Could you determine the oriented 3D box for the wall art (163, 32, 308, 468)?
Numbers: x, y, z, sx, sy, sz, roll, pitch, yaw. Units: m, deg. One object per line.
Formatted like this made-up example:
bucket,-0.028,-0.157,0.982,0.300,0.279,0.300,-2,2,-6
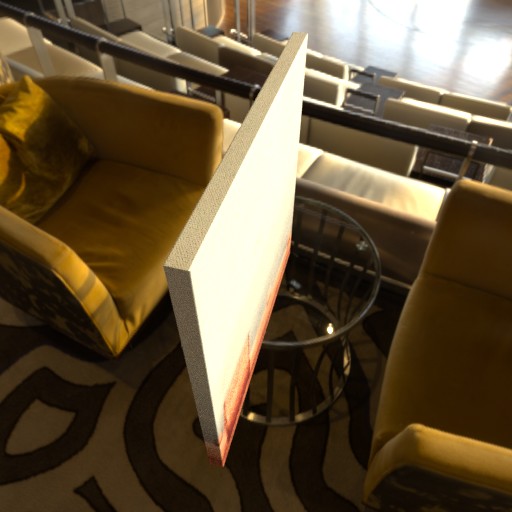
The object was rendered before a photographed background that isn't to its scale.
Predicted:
wall art,0.000,0.000,0.859,0.034,0.605,0.605,12,49,10
